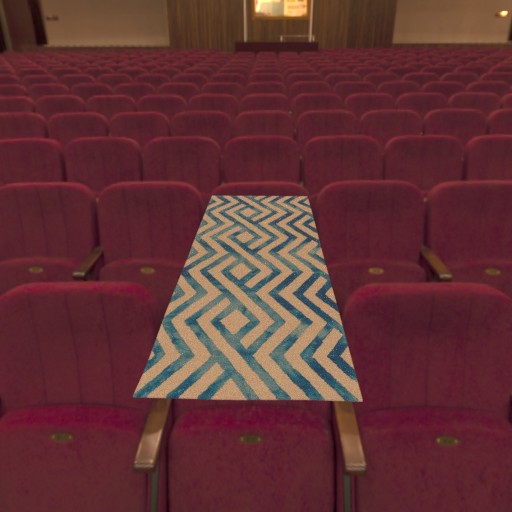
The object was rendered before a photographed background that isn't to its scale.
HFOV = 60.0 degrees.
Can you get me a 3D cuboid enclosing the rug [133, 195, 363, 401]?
[{"bbox_3d":[0.000,0.000,1.643,0.503,0.007,1.492,1,25,1],"label":"rug"}]
